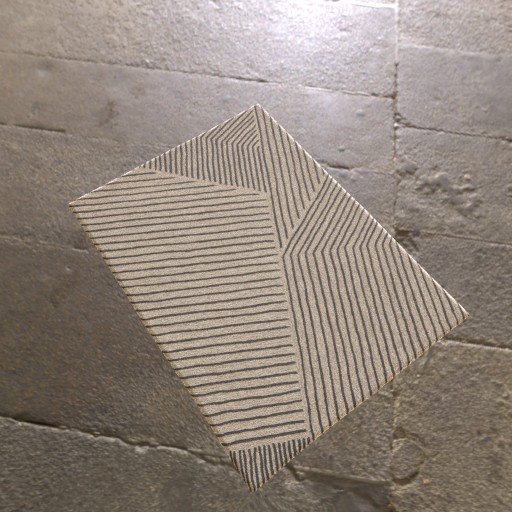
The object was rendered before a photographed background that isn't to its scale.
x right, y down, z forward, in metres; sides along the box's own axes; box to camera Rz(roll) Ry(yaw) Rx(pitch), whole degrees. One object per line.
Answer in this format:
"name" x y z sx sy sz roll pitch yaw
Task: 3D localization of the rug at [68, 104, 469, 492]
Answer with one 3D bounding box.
"rug" 0.000 0.000 3.225 1.829 0.028 2.449 -33 67 -16
